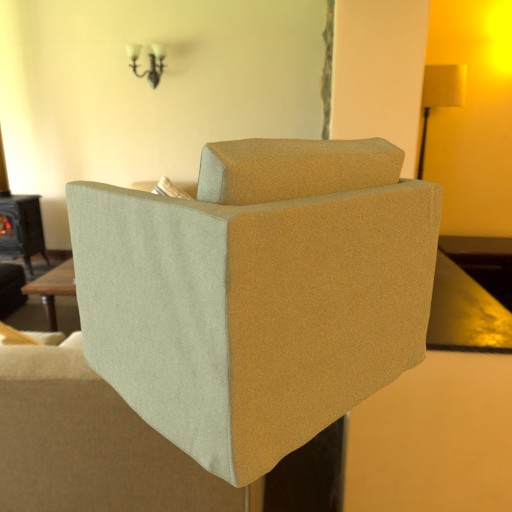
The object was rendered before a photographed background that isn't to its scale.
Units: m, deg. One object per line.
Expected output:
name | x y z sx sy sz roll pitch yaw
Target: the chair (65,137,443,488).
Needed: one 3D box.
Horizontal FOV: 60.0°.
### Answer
chair | 0.000 0.000 1.662 1.057 0.863 0.949 -14 21 -41
